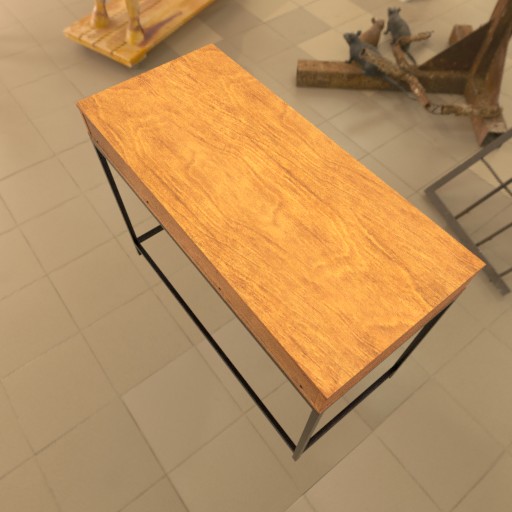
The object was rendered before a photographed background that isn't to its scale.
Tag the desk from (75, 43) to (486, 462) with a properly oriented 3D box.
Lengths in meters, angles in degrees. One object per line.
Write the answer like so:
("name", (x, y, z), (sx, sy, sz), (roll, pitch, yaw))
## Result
("desk", (0.000, 0.000, 1.402), (0.470, 0.762, 1.016), (-33, 63, -19))
